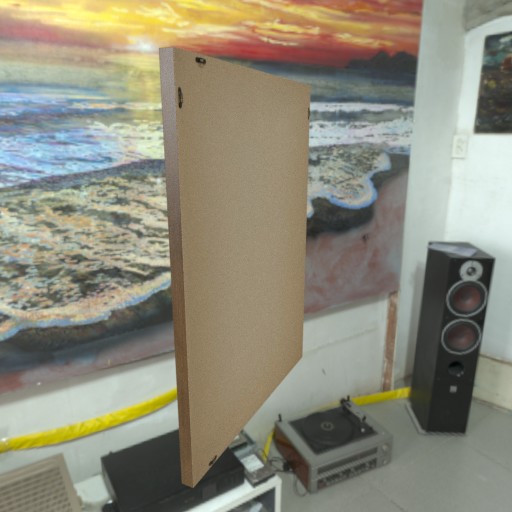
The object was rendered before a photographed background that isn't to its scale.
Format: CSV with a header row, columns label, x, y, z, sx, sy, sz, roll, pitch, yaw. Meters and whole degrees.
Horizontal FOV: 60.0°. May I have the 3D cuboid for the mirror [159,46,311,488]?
label,x,y,z,sx,sy,sz,roll,pitch,yaw
mirror,0.000,0.000,1.312,0.040,1.016,0.762,8,17,26
